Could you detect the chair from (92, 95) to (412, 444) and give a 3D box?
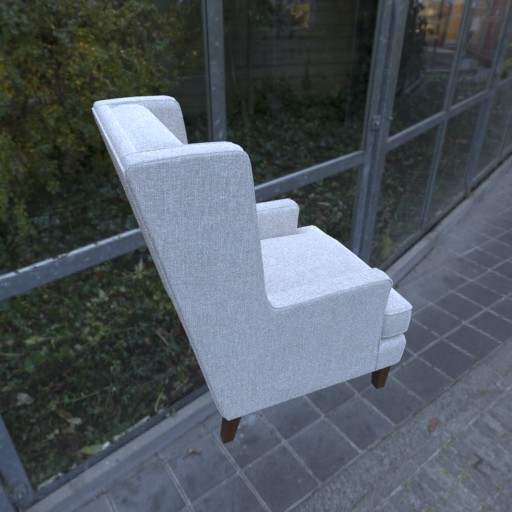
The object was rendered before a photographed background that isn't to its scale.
[{"bbox_3d":[0.000,0.000,1.685,0.948,1.082,0.764,-12,32,-20],"label":"chair"}]
